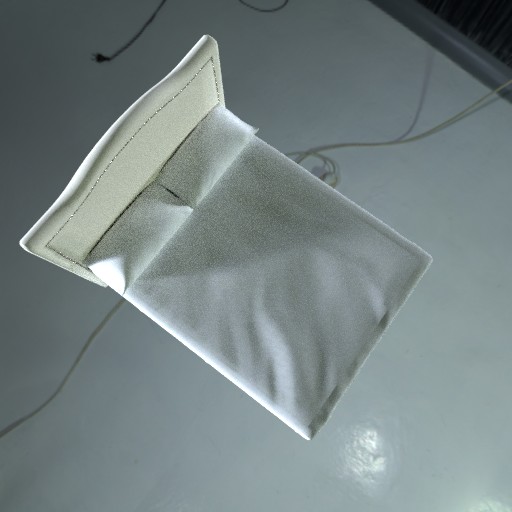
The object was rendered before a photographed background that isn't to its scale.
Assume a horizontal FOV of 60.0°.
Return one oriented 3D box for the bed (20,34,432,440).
[{"bbox_3d":[0.000,0.000,3.169,2.143,1.460,1.753,36,80,8],"label":"bed"}]
